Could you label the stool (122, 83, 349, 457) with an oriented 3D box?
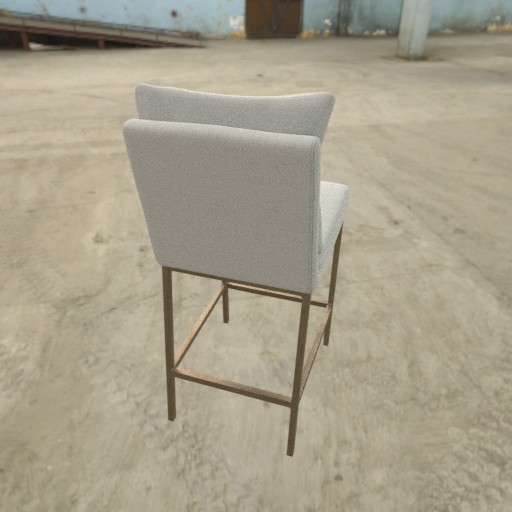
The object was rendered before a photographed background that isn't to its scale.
[{"bbox_3d":[0.000,0.000,1.340,0.463,1.032,0.572,9,32,15],"label":"stool"}]
